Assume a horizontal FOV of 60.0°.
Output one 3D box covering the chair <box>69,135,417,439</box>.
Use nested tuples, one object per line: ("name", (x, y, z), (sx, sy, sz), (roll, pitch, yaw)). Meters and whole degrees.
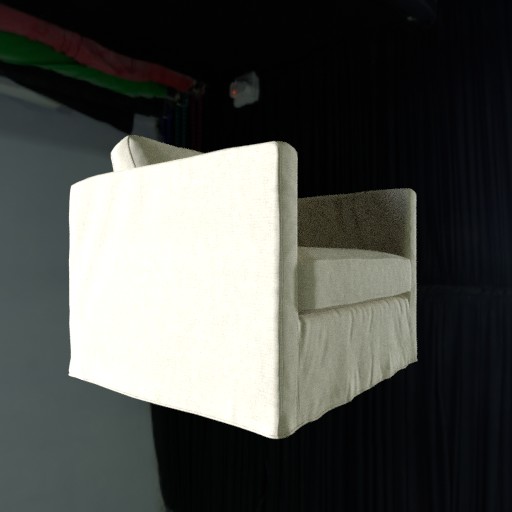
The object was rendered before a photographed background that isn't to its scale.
("chair", (0.000, 0.000, 1.721), (0.949, 0.867, 1.057), (0, 0, 37))
